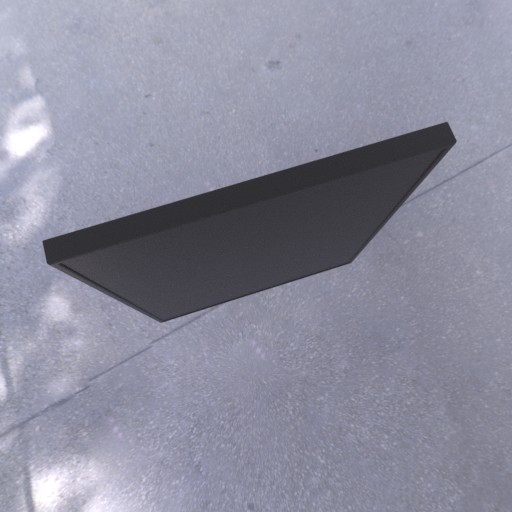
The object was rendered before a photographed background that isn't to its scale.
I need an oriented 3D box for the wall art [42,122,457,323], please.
[{"bbox_3d":[0.000,0.000,0.734,0.451,0.551,0.028,-17,76,-4],"label":"wall art"}]
